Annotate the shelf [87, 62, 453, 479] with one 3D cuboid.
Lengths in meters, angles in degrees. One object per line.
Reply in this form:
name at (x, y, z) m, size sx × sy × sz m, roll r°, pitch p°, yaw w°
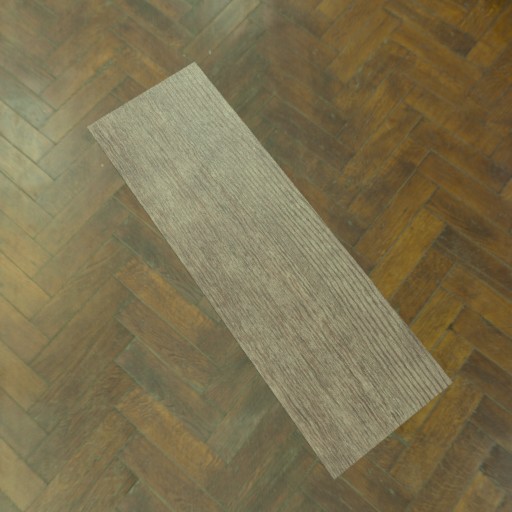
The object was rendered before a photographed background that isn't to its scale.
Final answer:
shelf at (0.000, 0.000, 0.692) m, size 0.200 × 0.125 × 0.610 m, roll -35°, pitch 78°, yaw -9°
